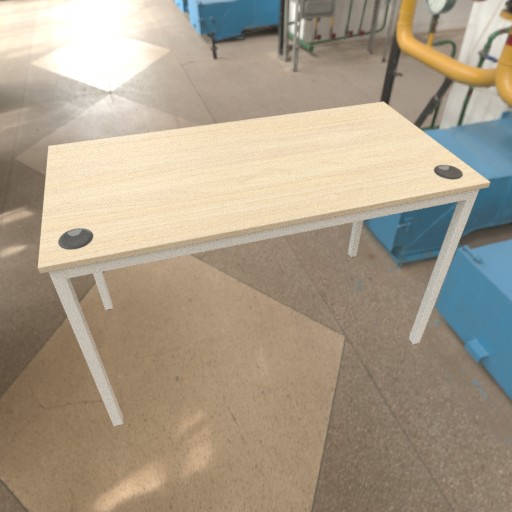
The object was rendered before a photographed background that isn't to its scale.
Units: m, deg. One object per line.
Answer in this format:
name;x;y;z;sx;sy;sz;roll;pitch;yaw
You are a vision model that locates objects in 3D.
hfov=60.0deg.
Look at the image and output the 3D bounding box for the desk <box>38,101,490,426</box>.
desk;0.000;0.000;1.577;1.200;0.750;0.600;-12;43;-13
